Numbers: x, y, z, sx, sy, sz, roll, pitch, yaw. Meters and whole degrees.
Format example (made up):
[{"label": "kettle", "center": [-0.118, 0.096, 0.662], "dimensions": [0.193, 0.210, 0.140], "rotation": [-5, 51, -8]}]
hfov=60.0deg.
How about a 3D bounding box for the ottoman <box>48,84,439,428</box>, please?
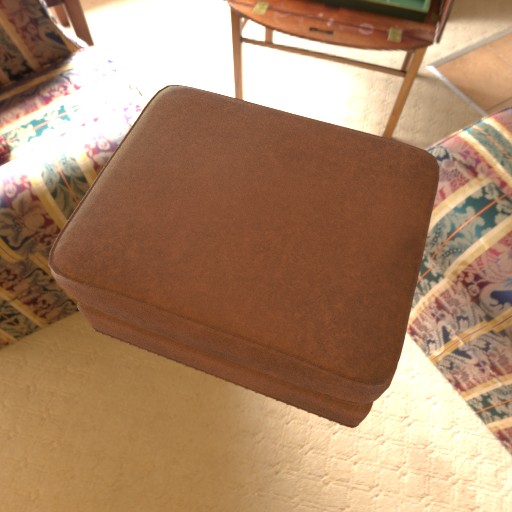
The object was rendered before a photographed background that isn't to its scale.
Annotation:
[{"label": "ottoman", "center": [0.000, 0.000, 1.116], "dimensions": [0.738, 0.537, 0.589], "rotation": [18, 63, 9]}]
